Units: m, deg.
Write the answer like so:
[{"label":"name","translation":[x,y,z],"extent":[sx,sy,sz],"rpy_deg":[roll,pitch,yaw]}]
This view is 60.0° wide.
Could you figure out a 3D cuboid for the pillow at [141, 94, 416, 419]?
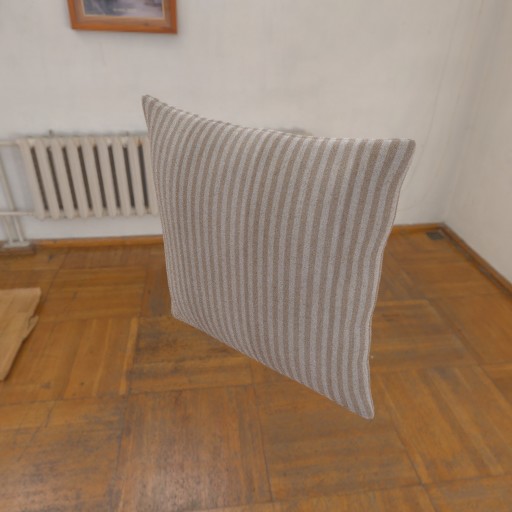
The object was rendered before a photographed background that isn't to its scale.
[{"label":"pillow","translation":[0.000,0.000,0.809],"extent":[0.523,0.510,0.166],"rpy_deg":[21,36,32]}]
